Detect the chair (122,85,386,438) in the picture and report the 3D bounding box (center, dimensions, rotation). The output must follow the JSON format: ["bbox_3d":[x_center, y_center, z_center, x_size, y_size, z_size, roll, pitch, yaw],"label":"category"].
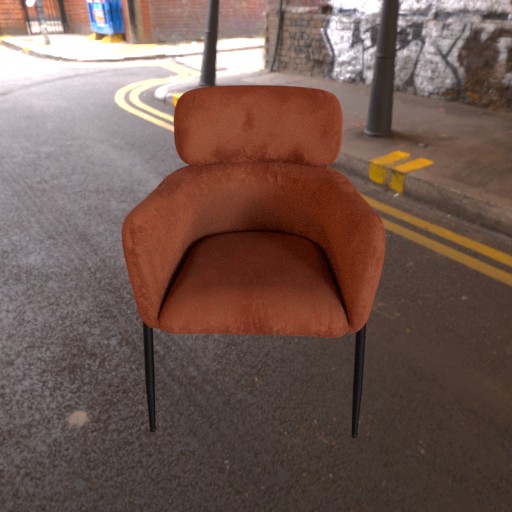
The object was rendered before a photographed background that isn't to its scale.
[{"bbox_3d":[0.000,0.000,1.163,0.561,0.772,0.523,1,31,2],"label":"chair"}]
